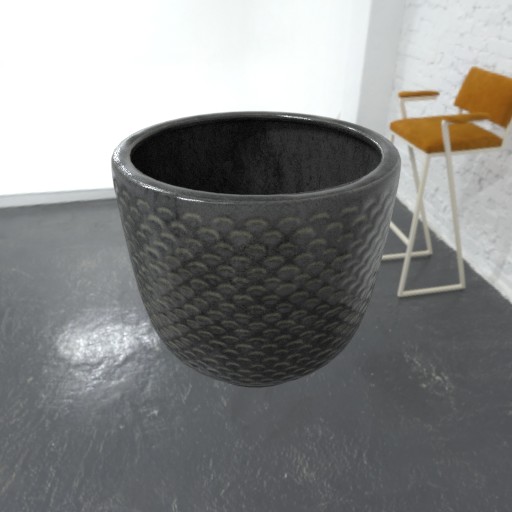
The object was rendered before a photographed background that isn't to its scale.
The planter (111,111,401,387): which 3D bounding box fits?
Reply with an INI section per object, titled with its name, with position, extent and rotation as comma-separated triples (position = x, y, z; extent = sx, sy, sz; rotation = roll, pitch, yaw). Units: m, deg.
[planter]
position = 0.000, 0.000, 0.252
extent = 0.140, 0.129, 0.140
rotation = 0, 31, 0
